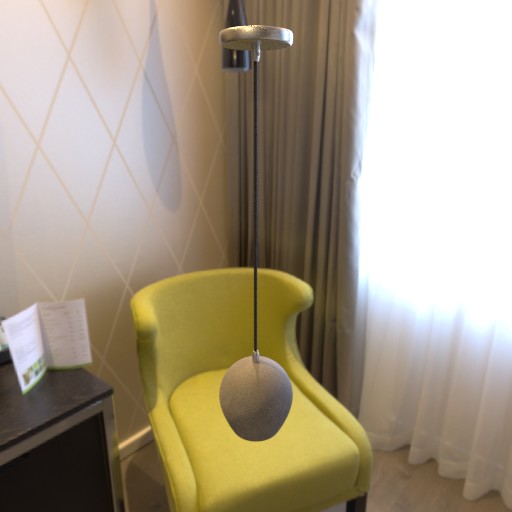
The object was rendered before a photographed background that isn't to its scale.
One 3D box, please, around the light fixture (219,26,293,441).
[{"bbox_3d":[0.000,0.000,0.834,0.153,0.760,0.153,3,18,10],"label":"light fixture"}]
